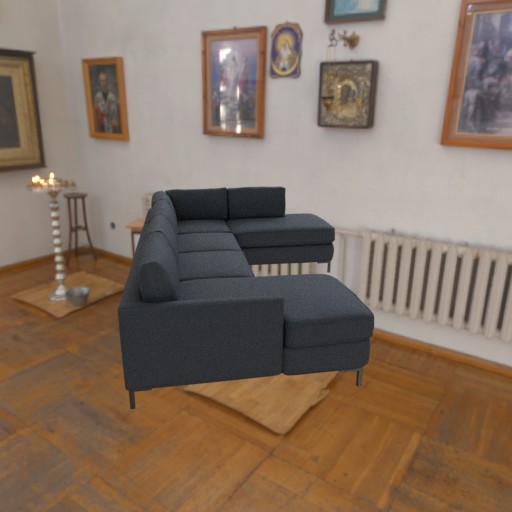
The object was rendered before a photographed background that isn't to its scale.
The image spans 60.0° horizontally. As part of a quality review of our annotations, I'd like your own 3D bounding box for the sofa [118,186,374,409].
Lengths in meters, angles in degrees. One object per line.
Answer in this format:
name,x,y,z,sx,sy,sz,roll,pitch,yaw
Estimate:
sofa,0.000,0.000,3.896,1.984,0.858,2.975,-3,17,-10
